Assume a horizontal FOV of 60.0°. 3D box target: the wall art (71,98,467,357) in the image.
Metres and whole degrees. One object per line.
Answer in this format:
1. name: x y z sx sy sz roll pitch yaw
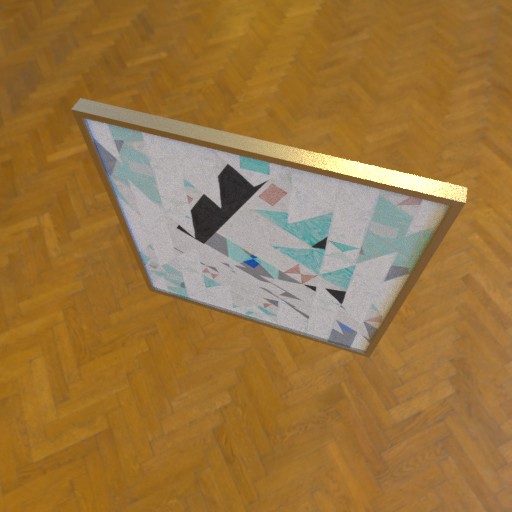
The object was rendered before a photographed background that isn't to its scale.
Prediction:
1. wall art: 0.000 0.000 1.214 0.806 0.806 0.038 16 59 10
